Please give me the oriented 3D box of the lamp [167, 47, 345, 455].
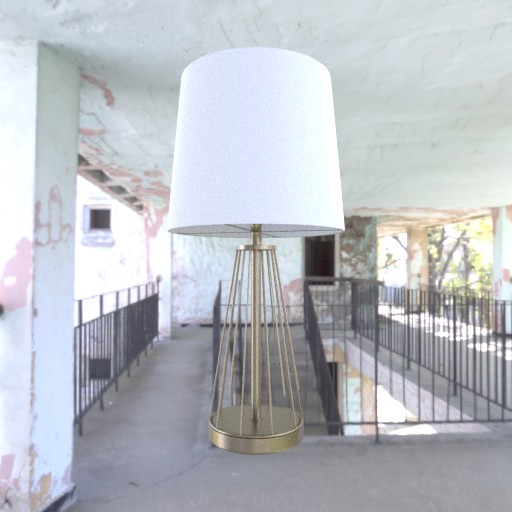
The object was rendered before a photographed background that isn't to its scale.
[{"bbox_3d":[0.000,0.000,0.771,0.303,0.618,0.303,0,-1,0],"label":"lamp"}]
